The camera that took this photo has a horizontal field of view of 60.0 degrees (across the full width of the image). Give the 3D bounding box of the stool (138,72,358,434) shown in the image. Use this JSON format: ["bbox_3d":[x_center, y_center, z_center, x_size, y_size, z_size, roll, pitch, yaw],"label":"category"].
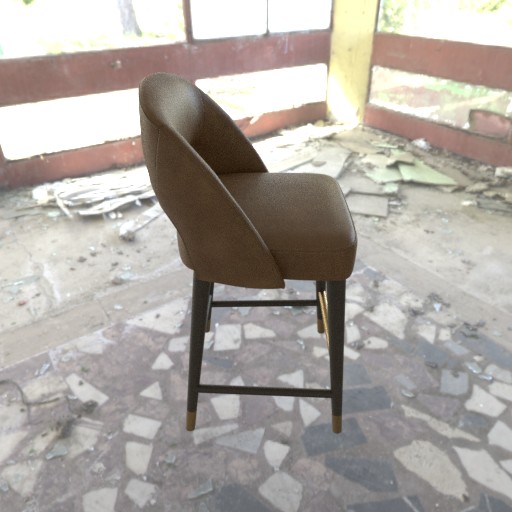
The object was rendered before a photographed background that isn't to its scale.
[{"bbox_3d":[0.000,0.000,1.235,0.509,0.940,0.494,0,32,1],"label":"stool"}]
